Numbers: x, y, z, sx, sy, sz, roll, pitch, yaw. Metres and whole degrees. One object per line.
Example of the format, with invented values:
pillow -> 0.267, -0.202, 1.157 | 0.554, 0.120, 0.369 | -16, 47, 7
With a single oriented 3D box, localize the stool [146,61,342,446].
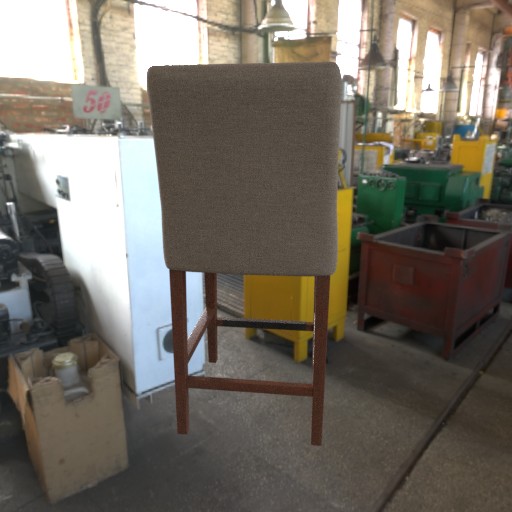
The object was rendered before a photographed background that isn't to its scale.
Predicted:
stool -> 0.000, 0.000, 1.299 | 0.470, 0.981, 0.577 | 2, 16, 7
